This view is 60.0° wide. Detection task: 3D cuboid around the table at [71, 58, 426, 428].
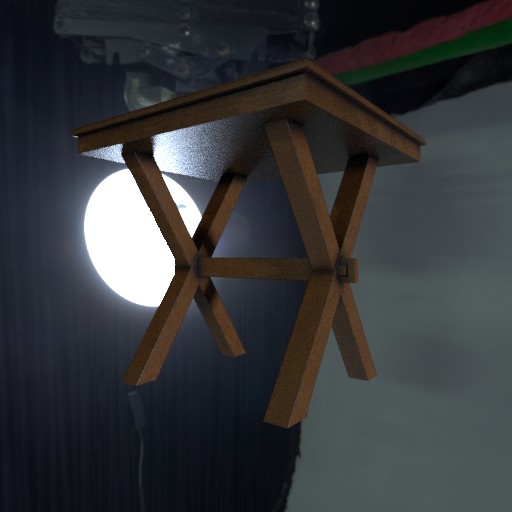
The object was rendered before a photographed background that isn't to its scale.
[{"bbox_3d":[0.000,0.000,1.023,0.602,0.562,0.560,0,0,37],"label":"table"}]
